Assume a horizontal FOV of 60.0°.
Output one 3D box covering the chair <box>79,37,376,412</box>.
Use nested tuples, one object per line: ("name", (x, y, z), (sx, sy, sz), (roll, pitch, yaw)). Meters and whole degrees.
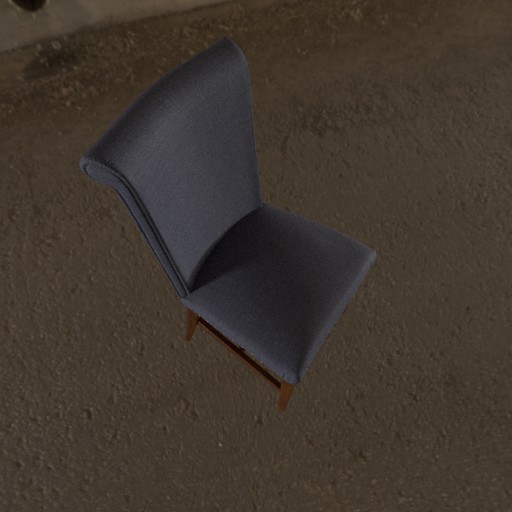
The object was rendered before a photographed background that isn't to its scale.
("chair", (0.000, 0.000, 1.351), (0.608, 0.988, 0.513), (30, 63, 17))
